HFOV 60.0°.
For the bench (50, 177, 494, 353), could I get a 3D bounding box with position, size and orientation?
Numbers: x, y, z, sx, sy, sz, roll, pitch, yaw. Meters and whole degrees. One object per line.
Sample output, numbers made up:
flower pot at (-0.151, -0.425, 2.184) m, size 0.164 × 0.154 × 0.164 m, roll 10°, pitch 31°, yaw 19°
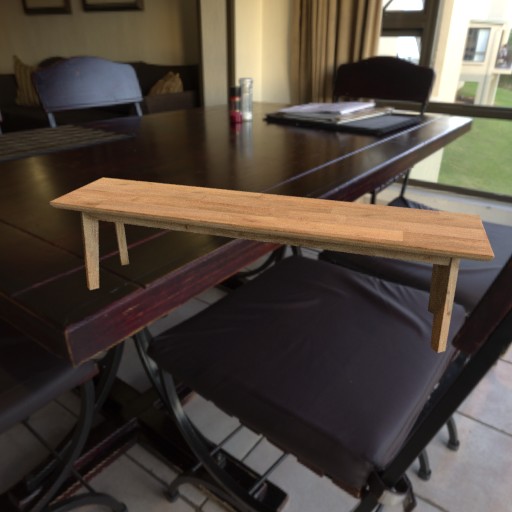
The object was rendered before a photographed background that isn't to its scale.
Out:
bench at (0.000, 0.000, 1.884) m, size 1.698 × 0.431 × 0.378 m, roll 8°, pitch 27°, yaw 16°
